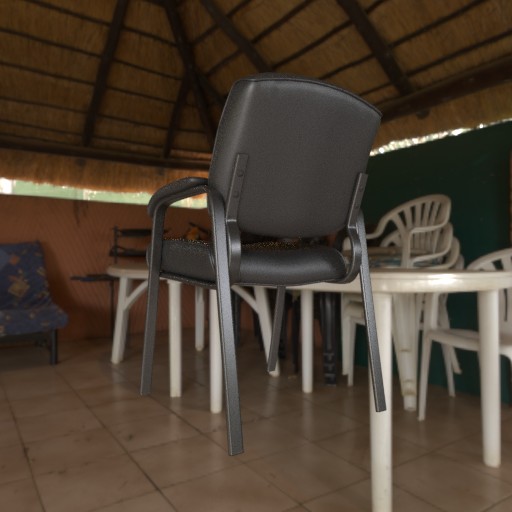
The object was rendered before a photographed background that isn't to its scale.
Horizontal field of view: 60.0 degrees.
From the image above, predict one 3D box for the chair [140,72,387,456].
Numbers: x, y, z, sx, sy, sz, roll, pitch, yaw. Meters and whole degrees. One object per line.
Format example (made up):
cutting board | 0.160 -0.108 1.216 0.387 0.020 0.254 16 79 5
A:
chair | 0.000 0.000 1.392 0.591 0.910 0.668 0 0 -35
